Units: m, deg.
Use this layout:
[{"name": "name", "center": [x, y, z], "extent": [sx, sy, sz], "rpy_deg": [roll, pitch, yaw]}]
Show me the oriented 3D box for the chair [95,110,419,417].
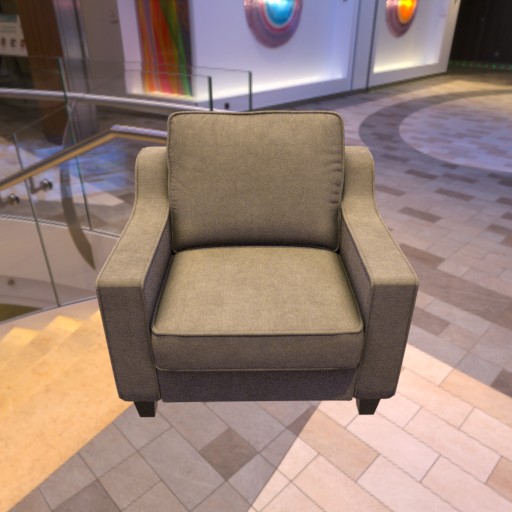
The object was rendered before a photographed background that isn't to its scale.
[{"name": "chair", "center": [0.000, 0.000, 1.640], "extent": [0.926, 0.944, 0.840], "rpy_deg": [0, 29, -1]}]
